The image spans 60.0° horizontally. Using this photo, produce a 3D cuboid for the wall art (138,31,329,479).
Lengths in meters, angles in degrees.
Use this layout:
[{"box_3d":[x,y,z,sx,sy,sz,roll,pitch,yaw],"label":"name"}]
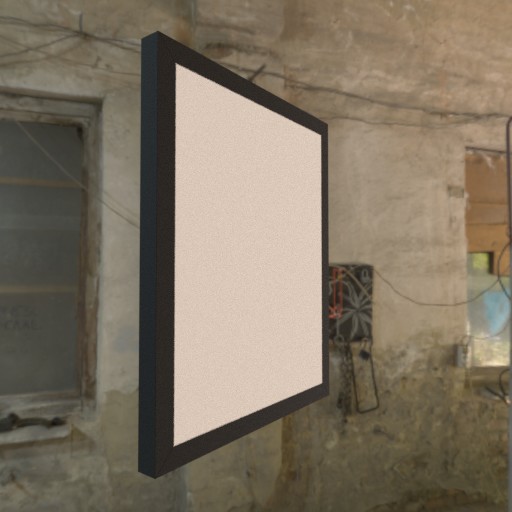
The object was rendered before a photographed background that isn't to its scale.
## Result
[{"box_3d":[0.000,0.000,0.537,0.024,0.404,0.329,-1,-2,37],"label":"wall art"}]
